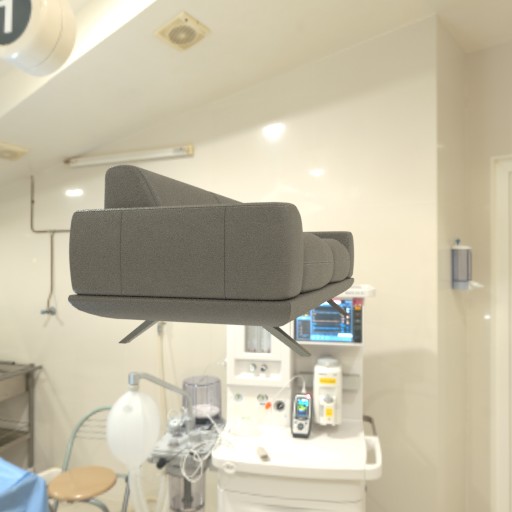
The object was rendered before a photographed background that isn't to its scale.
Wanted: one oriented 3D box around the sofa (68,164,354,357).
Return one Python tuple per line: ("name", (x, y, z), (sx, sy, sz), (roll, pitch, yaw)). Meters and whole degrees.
("sofa", (0.000, 0.000, 2.434), (0.900, 0.772, 1.901), (0, 0, 19))
